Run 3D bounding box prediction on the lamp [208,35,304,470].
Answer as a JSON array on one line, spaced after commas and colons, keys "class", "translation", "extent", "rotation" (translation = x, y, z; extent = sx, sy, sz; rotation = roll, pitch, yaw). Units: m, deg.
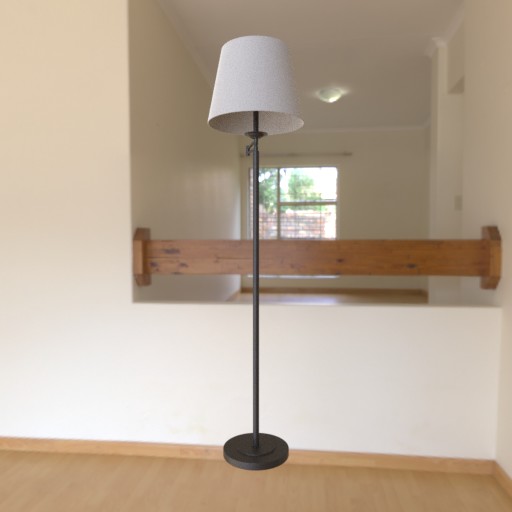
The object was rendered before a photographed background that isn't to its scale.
[{"class": "lamp", "translation": [0.000, 0.000, 1.621], "extent": [0.348, 1.473, 0.348], "rotation": [-1, 2, -19]}]
